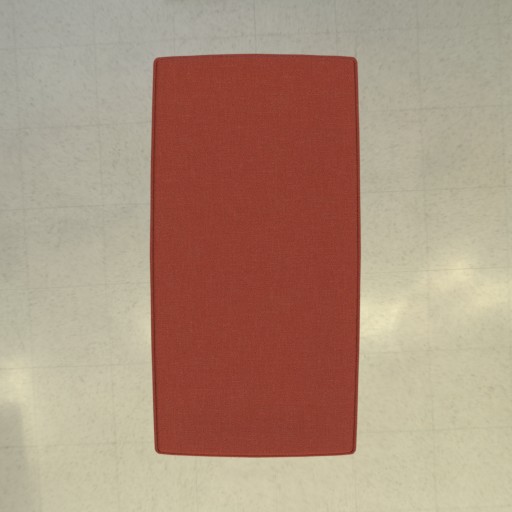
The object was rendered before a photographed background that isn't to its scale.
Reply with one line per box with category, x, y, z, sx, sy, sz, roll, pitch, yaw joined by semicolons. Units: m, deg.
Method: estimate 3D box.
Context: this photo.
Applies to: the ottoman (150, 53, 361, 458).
ottoman;0.000;0.000;1.248;0.497;0.454;0.948;0;91;0
